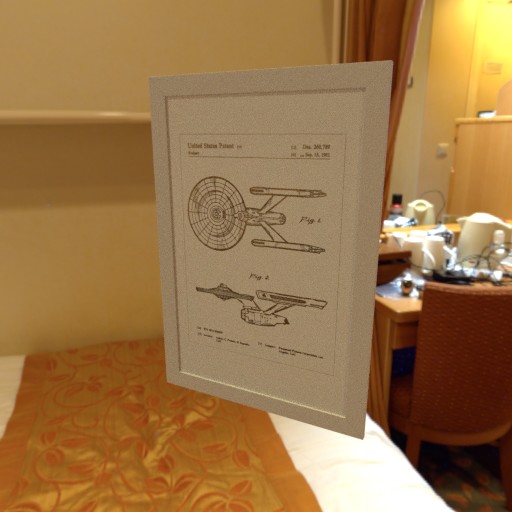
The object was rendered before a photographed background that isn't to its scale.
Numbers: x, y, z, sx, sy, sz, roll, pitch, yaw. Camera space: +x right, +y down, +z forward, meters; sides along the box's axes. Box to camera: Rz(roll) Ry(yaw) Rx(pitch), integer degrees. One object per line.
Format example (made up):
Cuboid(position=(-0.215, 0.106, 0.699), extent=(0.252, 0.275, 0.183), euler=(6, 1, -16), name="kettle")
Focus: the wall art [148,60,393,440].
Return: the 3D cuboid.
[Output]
Cuboid(position=(0.000, 0.000, 0.845), extent=(0.454, 0.659, 0.011), euler=(8, 17, 25), name="wall art")
